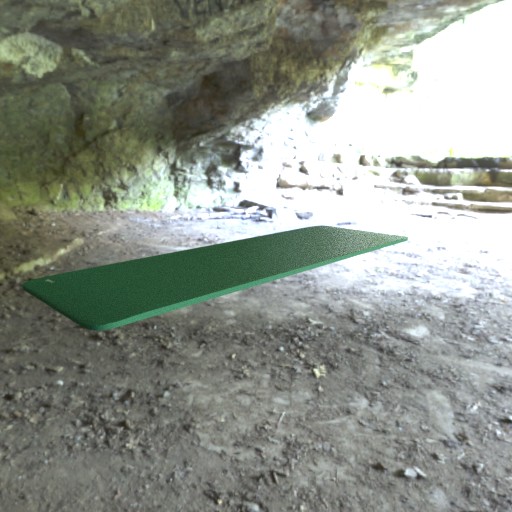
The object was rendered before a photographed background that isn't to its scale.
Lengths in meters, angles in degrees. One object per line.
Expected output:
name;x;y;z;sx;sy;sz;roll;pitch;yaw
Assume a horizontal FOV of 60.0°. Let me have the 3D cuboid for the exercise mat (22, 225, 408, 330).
exercise mat;0.000;0.000;2.053;0.616;0.021;1.869;13;18;43
